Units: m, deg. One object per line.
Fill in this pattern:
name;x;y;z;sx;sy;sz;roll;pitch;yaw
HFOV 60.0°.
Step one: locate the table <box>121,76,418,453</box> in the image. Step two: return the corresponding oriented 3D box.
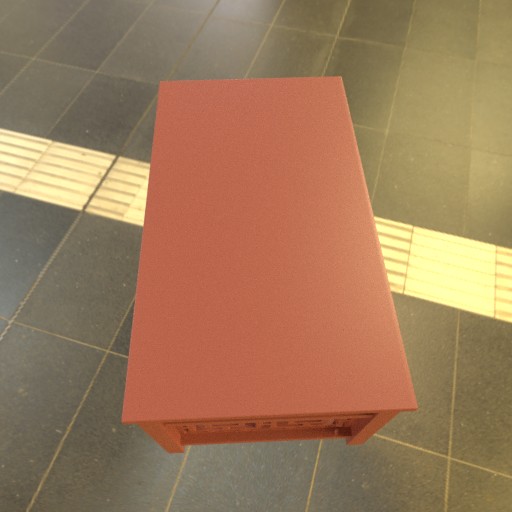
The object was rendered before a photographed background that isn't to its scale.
table;0.000;0.000;1.383;0.612;0.493;1.068;-2;58;-1
